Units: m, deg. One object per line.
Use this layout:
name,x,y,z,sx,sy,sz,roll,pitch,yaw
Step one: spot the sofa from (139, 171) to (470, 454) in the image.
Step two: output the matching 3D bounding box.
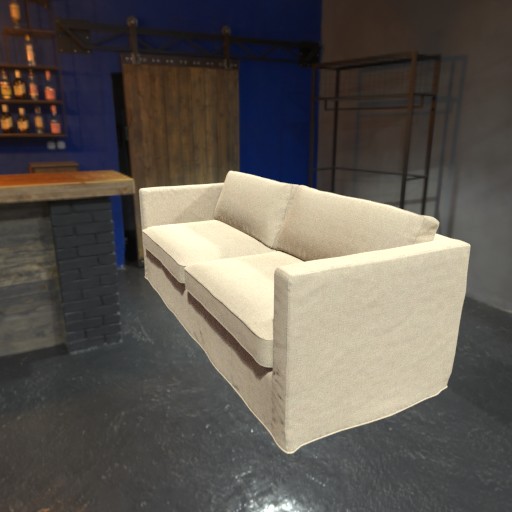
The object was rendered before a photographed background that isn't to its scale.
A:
sofa,0.000,0.000,2.756,0.962,0.853,2.312,-8,19,-26
